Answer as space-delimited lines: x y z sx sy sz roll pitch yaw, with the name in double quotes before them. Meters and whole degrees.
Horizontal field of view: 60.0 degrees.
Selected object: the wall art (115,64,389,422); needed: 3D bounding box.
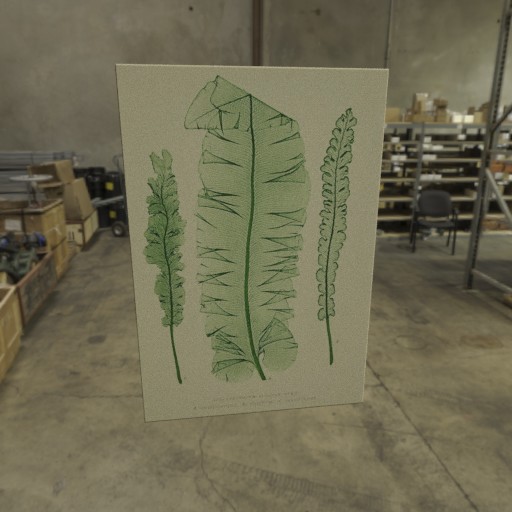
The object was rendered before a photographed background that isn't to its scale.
"wall art" 0.000 0.000 0.774 0.418 0.608 0.038 -2 17 -8
